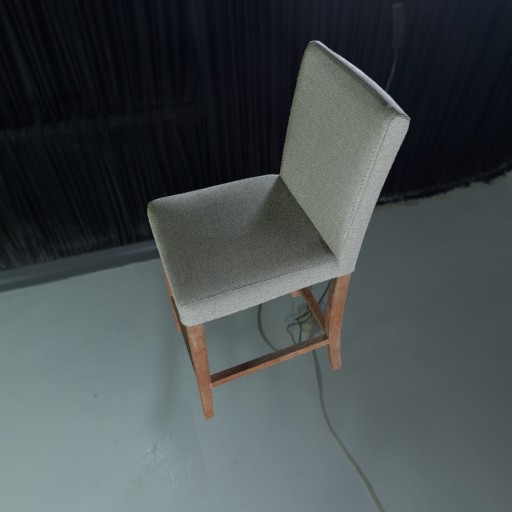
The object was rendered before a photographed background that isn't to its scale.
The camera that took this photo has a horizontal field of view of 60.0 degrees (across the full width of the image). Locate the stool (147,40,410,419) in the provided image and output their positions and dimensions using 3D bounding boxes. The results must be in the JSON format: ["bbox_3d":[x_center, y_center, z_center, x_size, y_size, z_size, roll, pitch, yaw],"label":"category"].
[{"bbox_3d":[0.000,0.000,1.386,0.570,1.088,0.439,-16,49,-14],"label":"stool"}]
